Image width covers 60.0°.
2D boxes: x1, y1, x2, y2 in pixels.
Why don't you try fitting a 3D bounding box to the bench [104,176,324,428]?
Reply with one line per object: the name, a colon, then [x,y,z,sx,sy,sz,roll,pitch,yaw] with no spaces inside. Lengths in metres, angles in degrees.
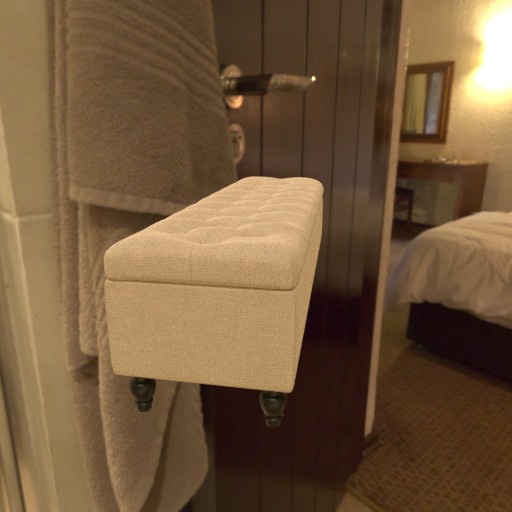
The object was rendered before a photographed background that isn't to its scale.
bench: [0.000,0.000,1.712,0.455,0.467,1.480,3,16,10]
